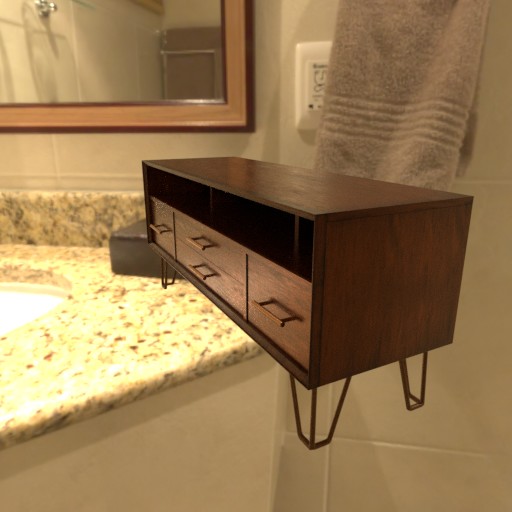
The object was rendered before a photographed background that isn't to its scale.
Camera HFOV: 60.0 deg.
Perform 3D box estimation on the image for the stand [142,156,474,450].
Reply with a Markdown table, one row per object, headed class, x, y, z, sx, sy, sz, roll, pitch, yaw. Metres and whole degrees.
| class | x | y | z | sx | sy | sz | roll | pitch | yaw |
| --- | --- | --- | --- | --- | --- | --- | --- | --- | --- |
| stand | 0.000 | 0.000 | 1.643 | 0.481 | 0.610 | 1.372 | -9 | 19 | -26 |
